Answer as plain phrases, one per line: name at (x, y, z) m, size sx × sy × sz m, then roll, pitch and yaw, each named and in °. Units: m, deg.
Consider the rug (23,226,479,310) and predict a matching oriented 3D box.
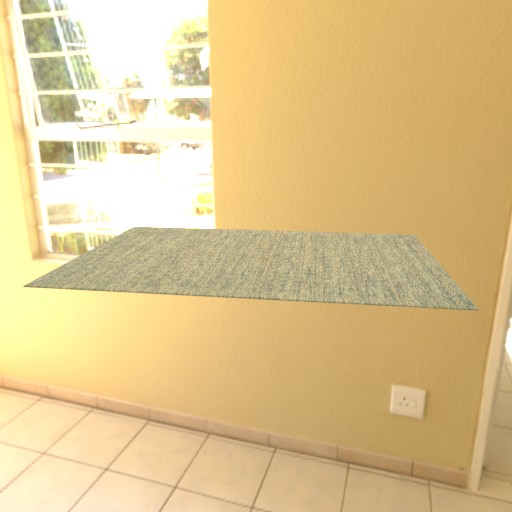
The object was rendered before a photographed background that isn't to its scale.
rug at (0.000, 0.000, 2.229) m, size 1.752 × 0.006 × 1.142 m, roll 2°, pitch 16°, yaw 8°
